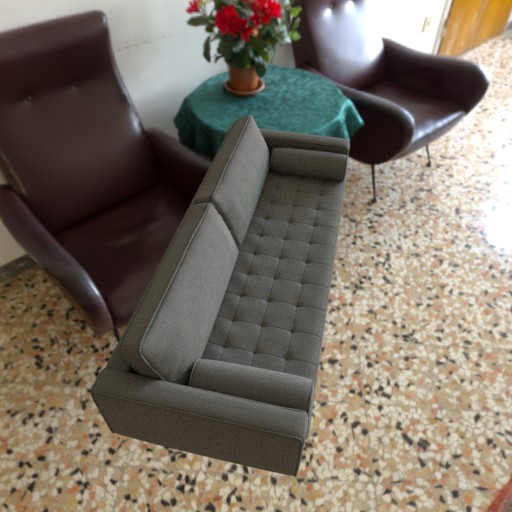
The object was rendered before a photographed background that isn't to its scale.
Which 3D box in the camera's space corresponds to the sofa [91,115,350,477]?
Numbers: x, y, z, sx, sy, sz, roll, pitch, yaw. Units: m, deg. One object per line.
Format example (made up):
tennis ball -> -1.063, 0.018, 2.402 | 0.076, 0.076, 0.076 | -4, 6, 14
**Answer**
sofa -> 0.000, 0.000, 2.612 | 0.914, 0.762, 2.198 | 9, 47, 9
